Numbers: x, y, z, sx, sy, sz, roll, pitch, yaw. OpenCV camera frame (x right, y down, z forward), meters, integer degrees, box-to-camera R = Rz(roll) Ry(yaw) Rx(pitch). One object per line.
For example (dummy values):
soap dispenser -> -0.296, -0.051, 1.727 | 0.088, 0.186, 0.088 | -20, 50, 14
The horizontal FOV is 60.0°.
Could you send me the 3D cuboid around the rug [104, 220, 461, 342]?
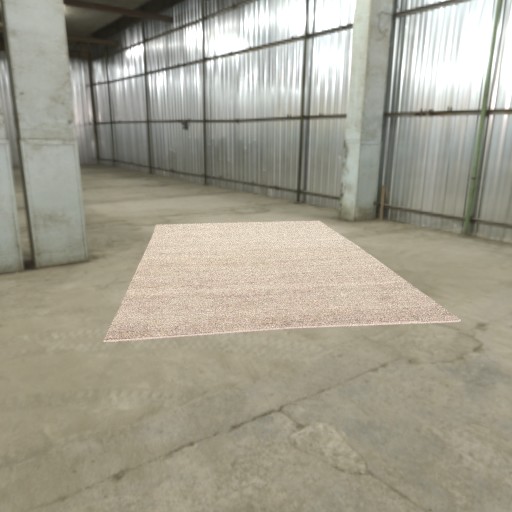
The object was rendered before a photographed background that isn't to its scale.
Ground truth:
rug -> 0.000, 0.000, 2.253 | 1.154, 0.021, 1.792 | -2, 15, -7
